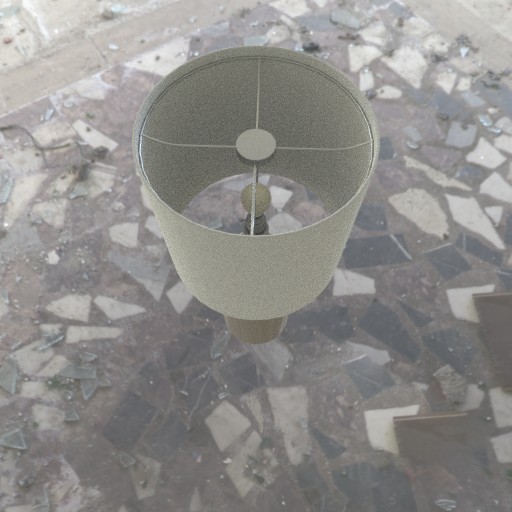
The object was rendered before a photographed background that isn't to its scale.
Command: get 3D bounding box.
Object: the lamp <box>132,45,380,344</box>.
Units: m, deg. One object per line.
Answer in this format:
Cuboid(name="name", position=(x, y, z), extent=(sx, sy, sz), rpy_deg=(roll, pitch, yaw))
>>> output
Cuboid(name="lamp", position=(0.000, 0.000, 0.602), extent=(0.212, 0.493, 0.212), rpy_deg=(2, 64, 1))
